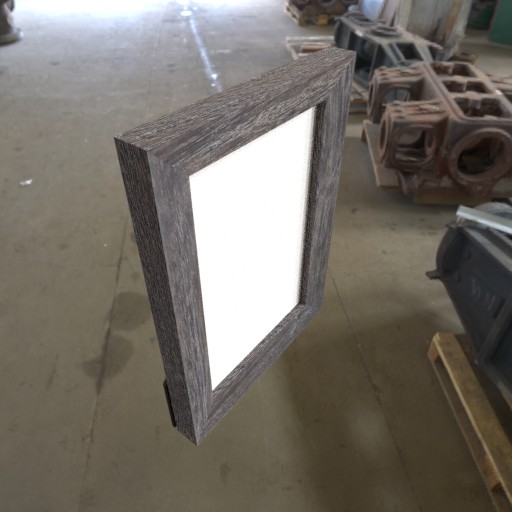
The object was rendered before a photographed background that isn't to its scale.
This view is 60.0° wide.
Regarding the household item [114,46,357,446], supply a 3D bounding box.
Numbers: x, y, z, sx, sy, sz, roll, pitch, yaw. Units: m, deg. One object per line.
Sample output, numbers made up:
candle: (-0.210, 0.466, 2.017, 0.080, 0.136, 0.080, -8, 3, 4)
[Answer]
household item: (0.000, 0.000, 0.236, 0.020, 0.180, 0.133, 26, 46, 28)
